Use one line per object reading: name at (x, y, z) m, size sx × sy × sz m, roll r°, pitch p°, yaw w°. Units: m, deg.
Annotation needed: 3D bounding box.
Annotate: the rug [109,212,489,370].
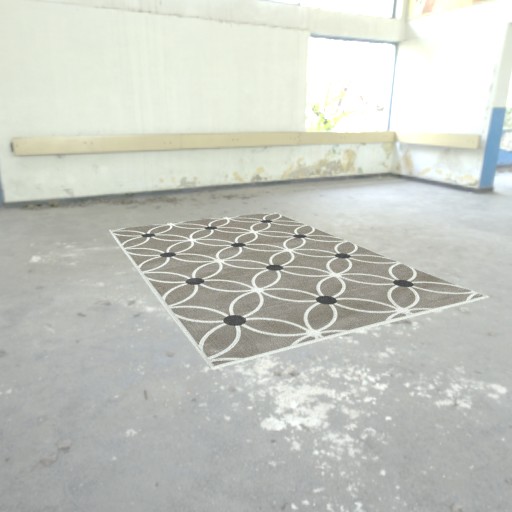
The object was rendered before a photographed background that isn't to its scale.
rug at (0.000, 0.000, 2.908) m, size 1.522 × 0.008 × 2.284 m, roll -9°, pitch 20°, yaw -25°
